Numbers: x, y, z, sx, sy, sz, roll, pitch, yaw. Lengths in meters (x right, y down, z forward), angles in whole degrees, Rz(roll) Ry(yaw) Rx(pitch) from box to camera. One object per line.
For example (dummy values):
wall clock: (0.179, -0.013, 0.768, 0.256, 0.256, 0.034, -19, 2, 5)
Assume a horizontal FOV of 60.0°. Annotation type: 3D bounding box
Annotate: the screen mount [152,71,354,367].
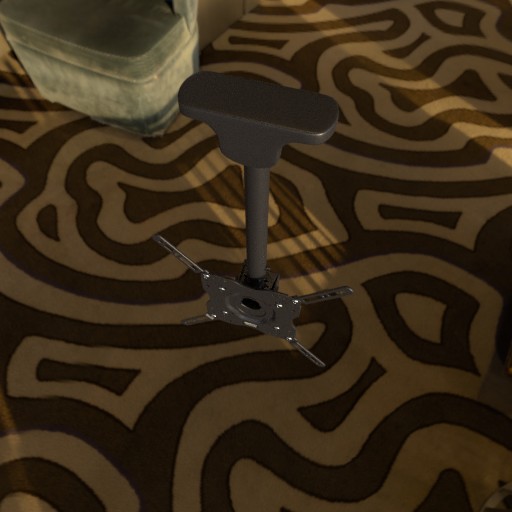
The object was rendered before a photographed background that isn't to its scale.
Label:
screen mount: (0.000, 0.000, 0.875, 0.393, 0.729, 0.090, 15, 58, 10)
